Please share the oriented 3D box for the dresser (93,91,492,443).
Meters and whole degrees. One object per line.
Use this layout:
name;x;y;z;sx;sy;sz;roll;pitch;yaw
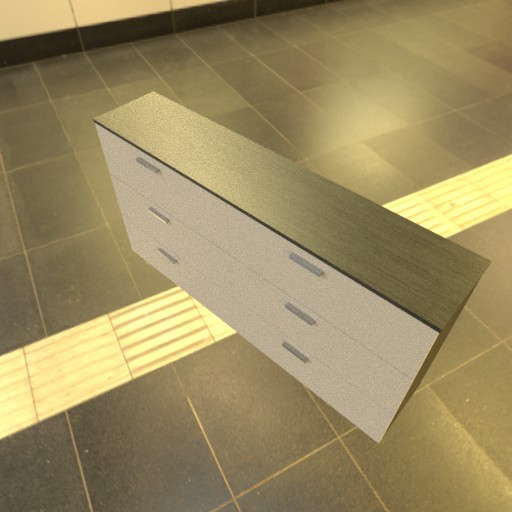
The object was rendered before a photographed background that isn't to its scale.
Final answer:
dresser;0.000;0.000;1.836;1.535;0.790;0.333;33;55;27
